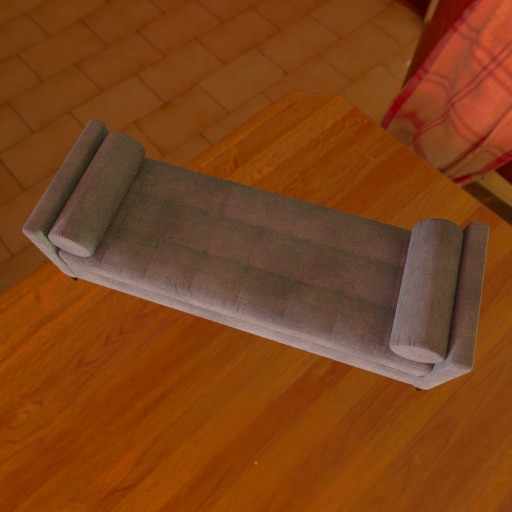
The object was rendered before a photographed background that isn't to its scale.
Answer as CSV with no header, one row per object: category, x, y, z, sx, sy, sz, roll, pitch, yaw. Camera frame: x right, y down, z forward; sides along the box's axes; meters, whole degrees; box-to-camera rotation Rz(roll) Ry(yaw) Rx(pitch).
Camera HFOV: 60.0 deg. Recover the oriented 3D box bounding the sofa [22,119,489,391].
sofa,0.000,0.000,2.240,1.981,0.635,0.686,16,66,8
